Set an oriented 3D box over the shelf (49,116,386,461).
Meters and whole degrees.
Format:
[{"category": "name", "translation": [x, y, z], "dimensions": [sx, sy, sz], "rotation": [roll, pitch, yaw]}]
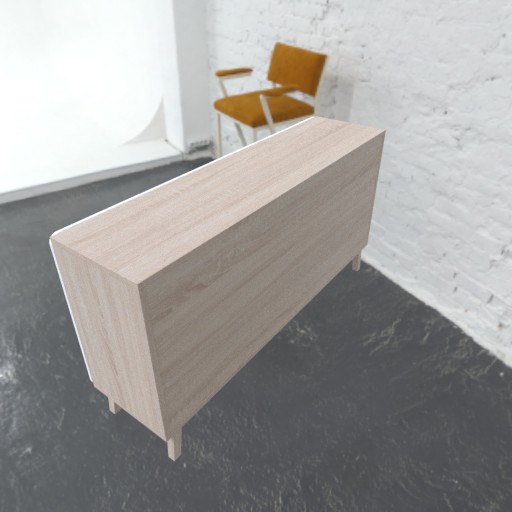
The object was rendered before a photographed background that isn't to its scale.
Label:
[{"category": "shelf", "translation": [0.000, 0.000, 1.880], "dimensions": [0.400, 0.780, 1.490], "rotation": [22, 39, 30]}]
